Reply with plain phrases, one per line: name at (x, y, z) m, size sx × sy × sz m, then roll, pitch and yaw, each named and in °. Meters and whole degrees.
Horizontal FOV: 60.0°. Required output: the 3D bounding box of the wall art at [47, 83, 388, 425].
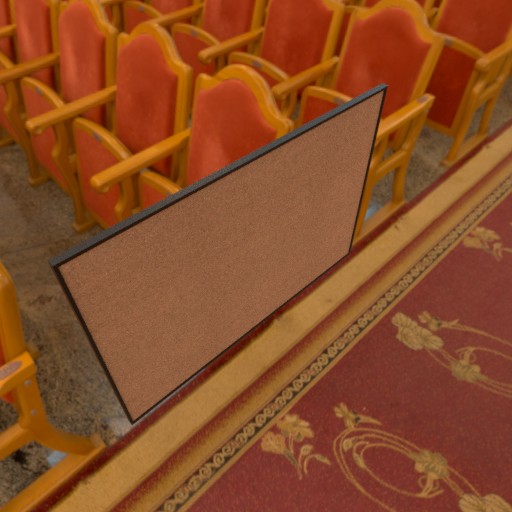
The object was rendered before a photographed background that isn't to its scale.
wall art at (0.000, 0.000, 1.216) m, size 0.957 × 0.660 × 0.019 m, roll -34°, pitch 56°, yaw -28°
